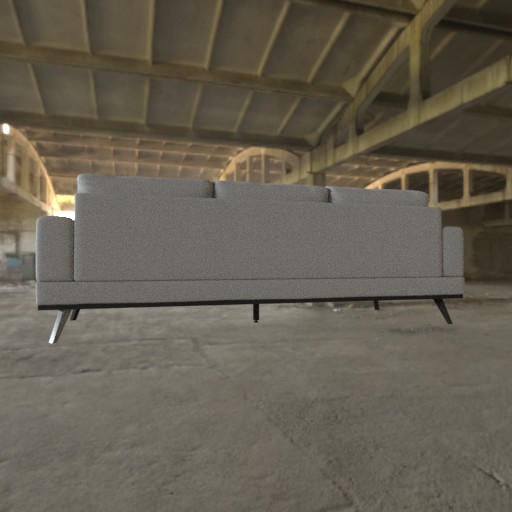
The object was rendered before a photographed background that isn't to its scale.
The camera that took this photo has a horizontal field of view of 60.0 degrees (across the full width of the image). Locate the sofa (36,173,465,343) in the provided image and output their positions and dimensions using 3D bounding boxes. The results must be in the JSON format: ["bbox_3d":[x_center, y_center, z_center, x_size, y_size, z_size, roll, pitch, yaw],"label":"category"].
[{"bbox_3d":[0.000,0.000,2.724,2.310,0.810,0.920,0,-1,-16],"label":"sofa"}]
